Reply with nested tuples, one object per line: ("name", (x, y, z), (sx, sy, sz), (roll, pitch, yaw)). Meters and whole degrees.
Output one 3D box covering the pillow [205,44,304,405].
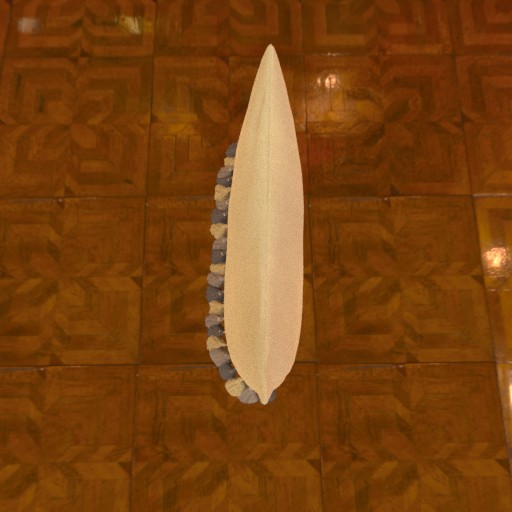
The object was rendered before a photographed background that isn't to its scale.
("pillow", (0.000, 0.000, 0.772), (0.165, 0.481, 0.489), (1, 76, 0))
